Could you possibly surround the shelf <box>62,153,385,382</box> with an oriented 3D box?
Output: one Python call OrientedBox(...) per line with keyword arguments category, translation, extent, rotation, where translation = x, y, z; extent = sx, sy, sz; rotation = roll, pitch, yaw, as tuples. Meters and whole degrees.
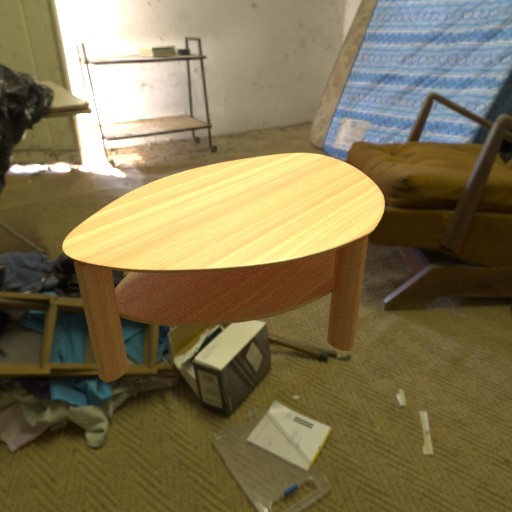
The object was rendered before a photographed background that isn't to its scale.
OrientedBox(category="shelf", translation=(0.000, 0.000, 1.608), extent=(0.845, 0.440, 1.246), rotation=(20, 34, 33))
